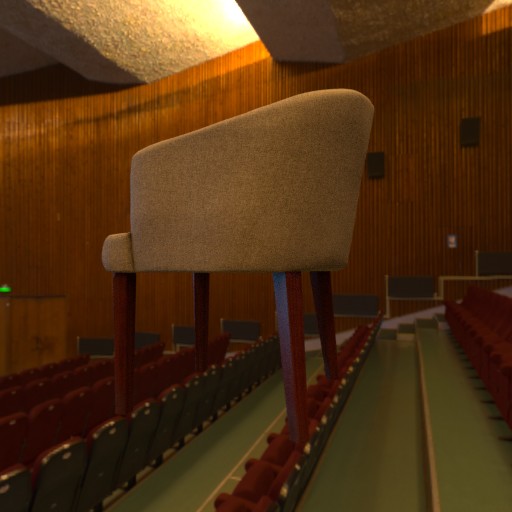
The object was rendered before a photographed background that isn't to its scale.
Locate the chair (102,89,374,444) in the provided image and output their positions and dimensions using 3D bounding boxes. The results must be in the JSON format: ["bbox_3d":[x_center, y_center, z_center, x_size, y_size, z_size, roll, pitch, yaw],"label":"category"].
[{"bbox_3d":[0.000,0.000,1.267,0.655,0.811,0.583,0,0,18],"label":"chair"}]
